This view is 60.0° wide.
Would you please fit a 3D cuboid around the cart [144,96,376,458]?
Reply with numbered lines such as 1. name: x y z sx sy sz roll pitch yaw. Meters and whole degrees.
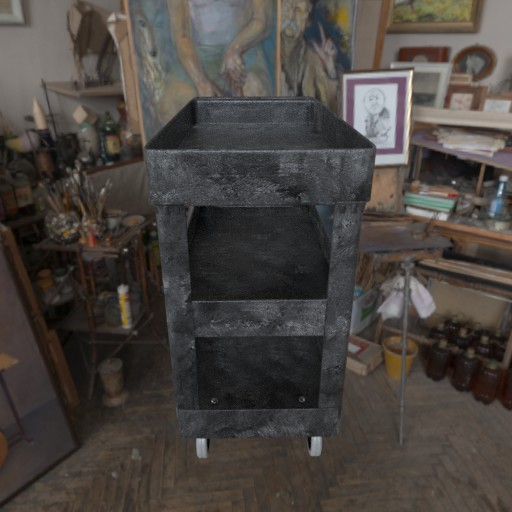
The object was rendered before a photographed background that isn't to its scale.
1. cart: 0.000 0.000 1.336 0.420 0.824 0.877 0 25 -1
